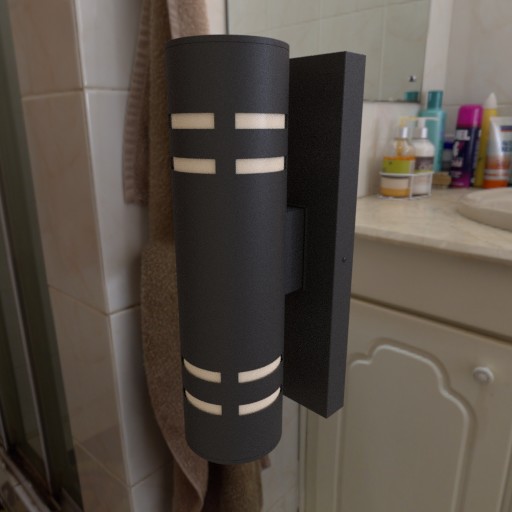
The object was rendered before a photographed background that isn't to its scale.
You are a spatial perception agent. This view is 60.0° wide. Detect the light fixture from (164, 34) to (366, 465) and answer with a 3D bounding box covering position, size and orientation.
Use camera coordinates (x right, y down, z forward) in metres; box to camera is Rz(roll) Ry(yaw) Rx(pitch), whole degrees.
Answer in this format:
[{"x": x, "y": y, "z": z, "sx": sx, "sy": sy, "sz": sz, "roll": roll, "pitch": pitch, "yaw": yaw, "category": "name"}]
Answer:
[{"x": 0.000, "y": 0.000, "z": 0.389, "sx": 0.149, "sy": 0.330, "sz": 0.105, "roll": -16, "pitch": 23, "yaw": -43, "category": "light fixture"}]
